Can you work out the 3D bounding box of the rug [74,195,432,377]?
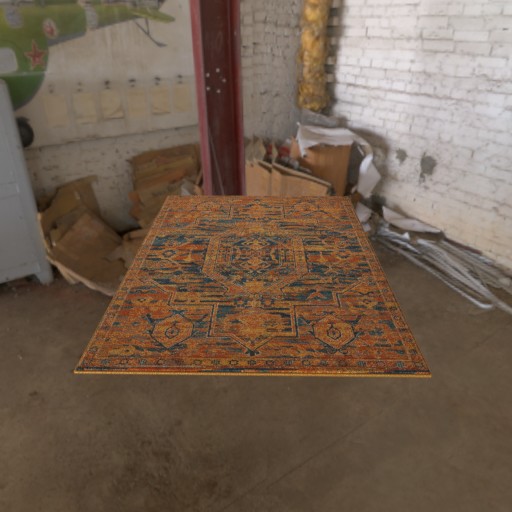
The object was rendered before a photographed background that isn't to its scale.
[{"bbox_3d":[0.000,0.000,2.925,1.588,0.024,2.204,0,28,1],"label":"rug"}]
